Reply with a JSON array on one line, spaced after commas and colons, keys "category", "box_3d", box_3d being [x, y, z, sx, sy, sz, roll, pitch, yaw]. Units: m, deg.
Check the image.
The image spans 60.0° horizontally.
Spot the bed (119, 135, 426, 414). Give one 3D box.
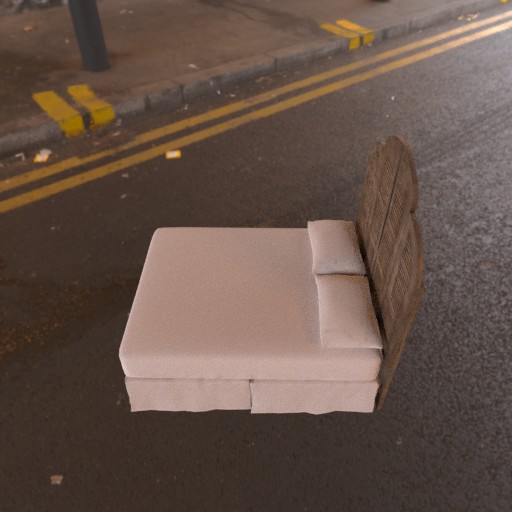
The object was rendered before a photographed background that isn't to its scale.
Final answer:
[{"category": "bed", "box_3d": [0.000, 0.000, 3.645, 2.138, 2.019, 1.713, 1, 42, 1]}]
